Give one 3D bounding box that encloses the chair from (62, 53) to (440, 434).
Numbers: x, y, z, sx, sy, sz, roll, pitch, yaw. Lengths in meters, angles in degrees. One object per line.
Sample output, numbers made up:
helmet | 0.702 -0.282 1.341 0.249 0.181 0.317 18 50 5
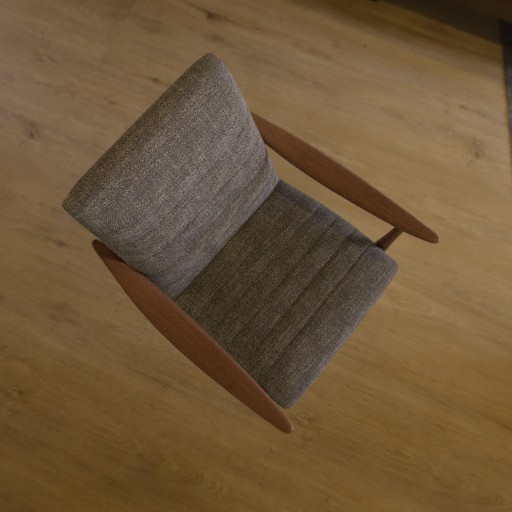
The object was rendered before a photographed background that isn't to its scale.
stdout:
chair | 0.000 0.000 1.435 0.798 0.832 0.741 39 80 8
